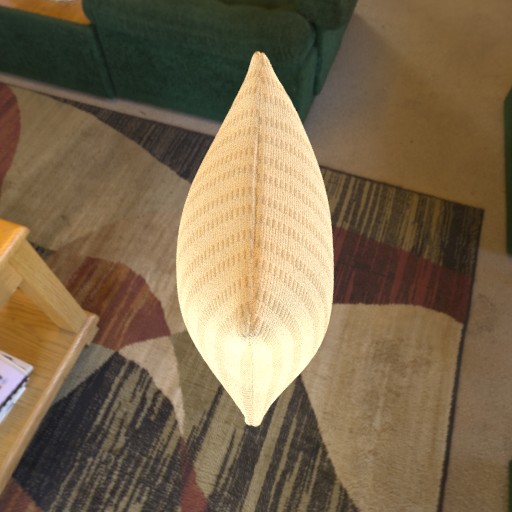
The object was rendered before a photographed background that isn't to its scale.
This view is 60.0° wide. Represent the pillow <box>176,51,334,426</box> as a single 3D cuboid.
[{"bbox_3d":[0.000,0.000,0.696,0.247,0.419,0.438,1,59,1],"label":"pillow"}]
